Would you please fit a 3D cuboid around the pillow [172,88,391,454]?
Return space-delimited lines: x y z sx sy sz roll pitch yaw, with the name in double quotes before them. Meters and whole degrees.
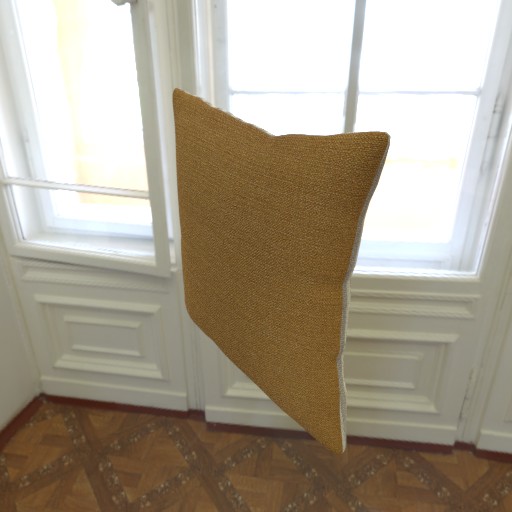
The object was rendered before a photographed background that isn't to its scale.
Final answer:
"pillow" 0.000 0.000 0.658 0.147 0.437 0.432 -18 32 -32
